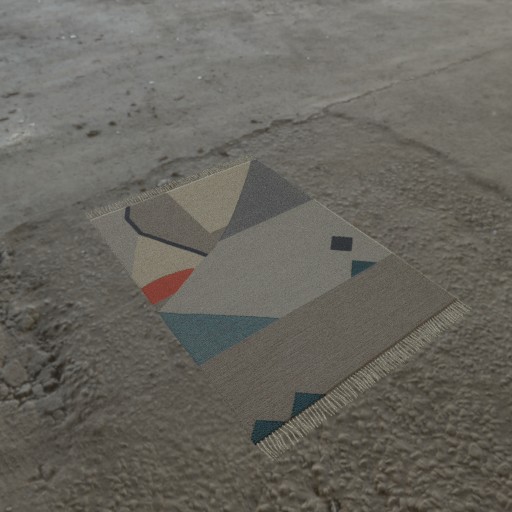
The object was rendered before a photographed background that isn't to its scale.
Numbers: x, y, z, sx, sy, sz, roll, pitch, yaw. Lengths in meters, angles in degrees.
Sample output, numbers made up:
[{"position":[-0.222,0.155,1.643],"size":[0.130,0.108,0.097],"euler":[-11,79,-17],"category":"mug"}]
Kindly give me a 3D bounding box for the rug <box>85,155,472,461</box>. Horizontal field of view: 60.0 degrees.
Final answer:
[{"position":[0.000,0.000,2.377],"size":[1.220,0.005,1.828],"euler":[-26,48,-26],"category":"rug"}]
